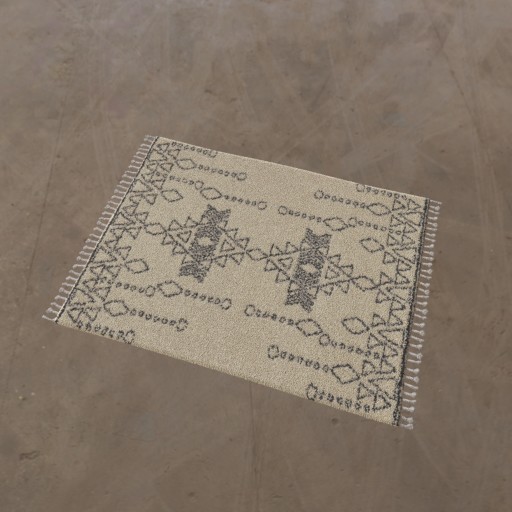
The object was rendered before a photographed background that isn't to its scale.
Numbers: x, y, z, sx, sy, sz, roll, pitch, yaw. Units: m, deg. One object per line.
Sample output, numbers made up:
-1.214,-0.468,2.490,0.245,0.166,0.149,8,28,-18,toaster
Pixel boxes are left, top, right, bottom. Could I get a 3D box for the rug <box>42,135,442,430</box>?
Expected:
0.000,0.000,3.896,3.027,0.028,2.125,15,62,8,rug
